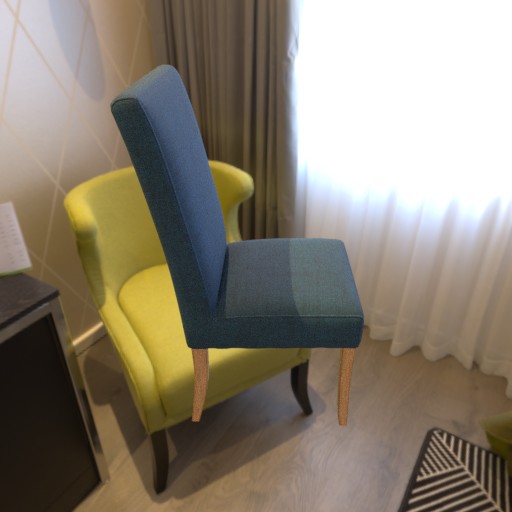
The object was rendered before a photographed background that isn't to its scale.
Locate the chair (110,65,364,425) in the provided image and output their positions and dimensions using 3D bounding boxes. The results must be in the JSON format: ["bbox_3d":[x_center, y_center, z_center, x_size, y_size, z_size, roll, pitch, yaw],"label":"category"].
[{"bbox_3d":[0.000,0.000,1.358,0.610,1.029,0.450,1,31,2],"label":"chair"}]
